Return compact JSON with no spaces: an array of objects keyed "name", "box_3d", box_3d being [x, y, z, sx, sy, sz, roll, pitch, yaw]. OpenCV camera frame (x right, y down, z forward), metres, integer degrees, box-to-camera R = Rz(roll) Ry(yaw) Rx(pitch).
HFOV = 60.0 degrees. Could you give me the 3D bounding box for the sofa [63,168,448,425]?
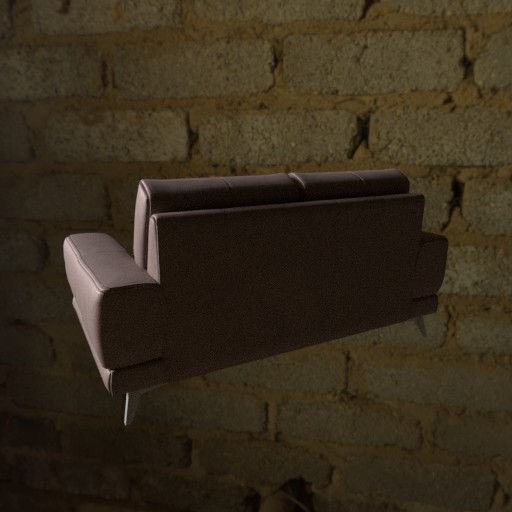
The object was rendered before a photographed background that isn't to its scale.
[{"name":"sofa","box_3d":[0.000,0.000,2.342,1.806,0.907,1.018,-8,17,-27]}]
